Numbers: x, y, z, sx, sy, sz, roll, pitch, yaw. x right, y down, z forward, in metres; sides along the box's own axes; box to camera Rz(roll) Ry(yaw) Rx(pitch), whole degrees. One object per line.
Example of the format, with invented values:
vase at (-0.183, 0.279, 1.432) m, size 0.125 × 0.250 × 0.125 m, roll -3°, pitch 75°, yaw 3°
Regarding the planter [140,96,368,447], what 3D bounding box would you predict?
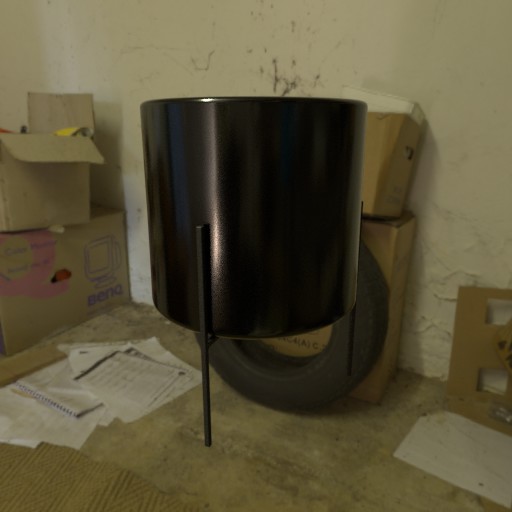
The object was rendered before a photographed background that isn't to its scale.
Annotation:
planter at (0.000, 0.000, 0.658) m, size 0.310 × 0.432 × 0.310 m, roll 2°, pitch 17°, yaw 7°
